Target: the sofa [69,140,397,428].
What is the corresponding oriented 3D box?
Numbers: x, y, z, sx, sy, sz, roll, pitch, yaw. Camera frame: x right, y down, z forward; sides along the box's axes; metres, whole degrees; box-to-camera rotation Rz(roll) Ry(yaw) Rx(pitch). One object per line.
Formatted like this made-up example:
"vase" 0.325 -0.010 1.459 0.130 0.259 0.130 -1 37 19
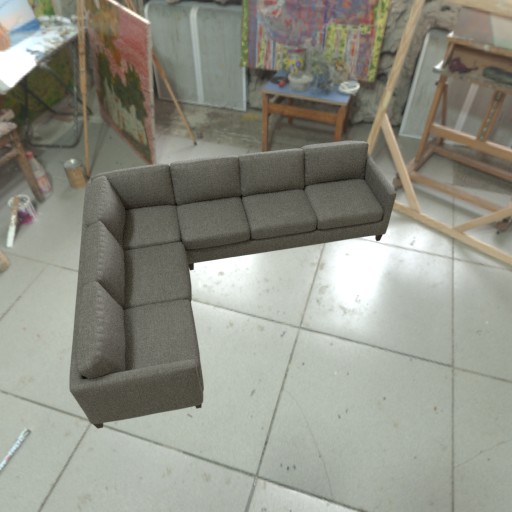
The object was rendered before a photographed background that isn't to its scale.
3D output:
"sofa" 0.000 0.000 4.428 3.302 0.947 2.593 -9 47 -8
